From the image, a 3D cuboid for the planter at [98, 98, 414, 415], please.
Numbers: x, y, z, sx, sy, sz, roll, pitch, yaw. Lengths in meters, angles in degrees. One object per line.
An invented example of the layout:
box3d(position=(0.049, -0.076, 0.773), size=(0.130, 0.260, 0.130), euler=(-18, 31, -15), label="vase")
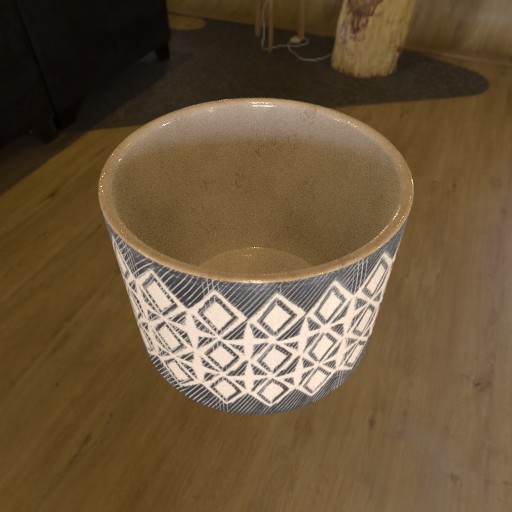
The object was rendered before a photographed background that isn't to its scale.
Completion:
box3d(position=(0.000, 0.000, 0.220), size=(0.126, 0.104, 0.126), euler=(0, 45, 0), label="planter")
